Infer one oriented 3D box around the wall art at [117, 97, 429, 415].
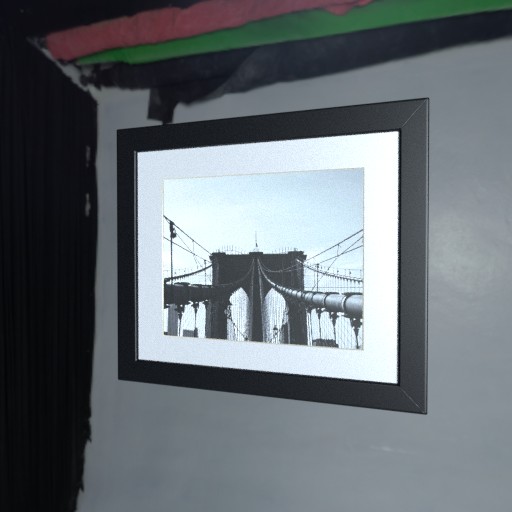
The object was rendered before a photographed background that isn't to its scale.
[{"bbox_3d":[0.000,0.000,0.720,0.521,0.450,0.018,0,1,19],"label":"wall art"}]
